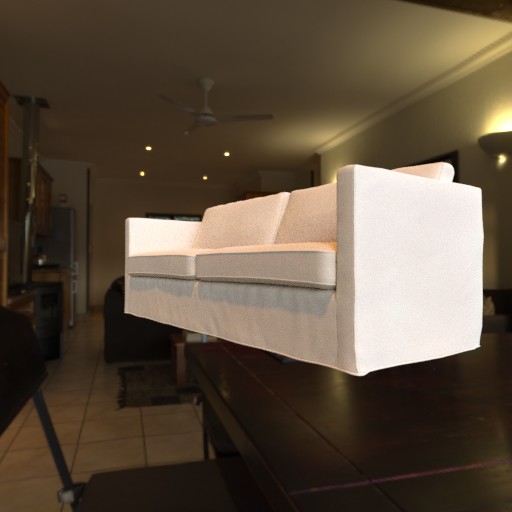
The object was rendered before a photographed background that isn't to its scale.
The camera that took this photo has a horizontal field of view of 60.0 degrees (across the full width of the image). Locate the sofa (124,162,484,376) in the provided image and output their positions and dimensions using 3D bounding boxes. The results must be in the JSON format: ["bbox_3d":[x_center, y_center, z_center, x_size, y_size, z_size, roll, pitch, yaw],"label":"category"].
[{"bbox_3d":[0.000,0.000,3.170,1.036,0.999,2.779,1,-1,-35],"label":"sofa"}]
